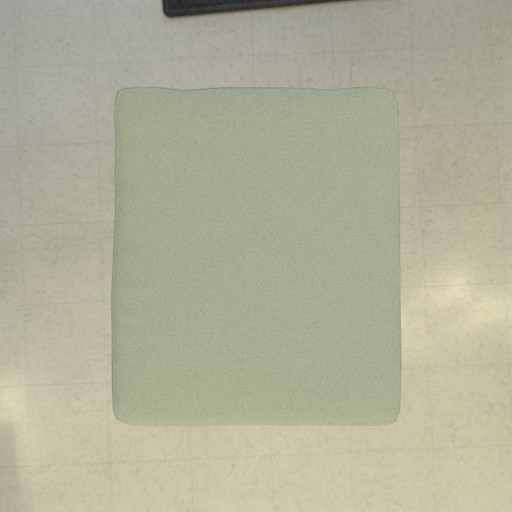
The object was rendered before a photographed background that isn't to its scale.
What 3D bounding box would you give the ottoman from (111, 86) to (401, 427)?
[{"bbox_3d":[0.000,0.000,1.470,0.842,0.494,0.991,0,89,0],"label":"ottoman"}]
